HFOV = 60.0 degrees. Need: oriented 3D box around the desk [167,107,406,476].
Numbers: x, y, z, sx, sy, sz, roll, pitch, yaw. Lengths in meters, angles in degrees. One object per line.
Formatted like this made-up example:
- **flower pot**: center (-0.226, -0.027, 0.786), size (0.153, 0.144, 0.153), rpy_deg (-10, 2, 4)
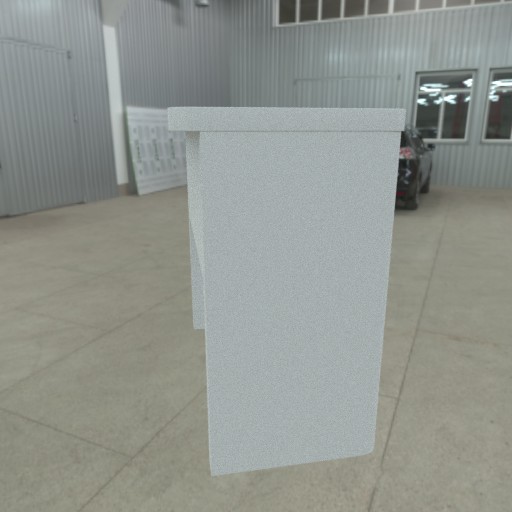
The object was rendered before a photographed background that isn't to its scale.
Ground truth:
- **desk**: center (0.000, 0.000, 1.252), size (0.446, 0.760, 0.790), rpy_deg (-3, 16, -10)
